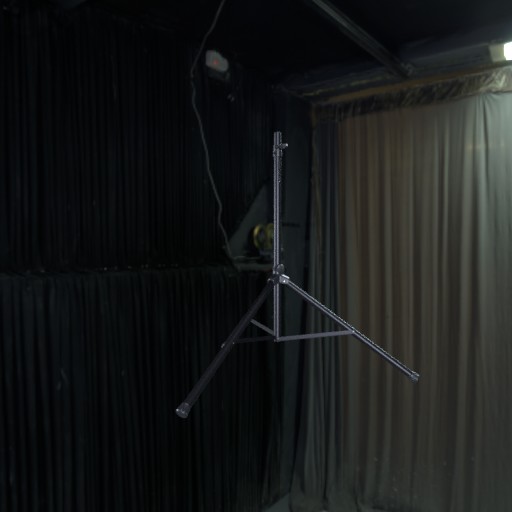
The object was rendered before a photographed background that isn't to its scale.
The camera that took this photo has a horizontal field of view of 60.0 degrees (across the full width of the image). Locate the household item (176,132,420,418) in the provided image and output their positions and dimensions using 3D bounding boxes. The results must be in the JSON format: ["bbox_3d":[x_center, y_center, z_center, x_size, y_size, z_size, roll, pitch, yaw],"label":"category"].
[{"bbox_3d":[0.000,0.000,2.718,1.596,1.595,1.339,1,1,37],"label":"household item"}]
